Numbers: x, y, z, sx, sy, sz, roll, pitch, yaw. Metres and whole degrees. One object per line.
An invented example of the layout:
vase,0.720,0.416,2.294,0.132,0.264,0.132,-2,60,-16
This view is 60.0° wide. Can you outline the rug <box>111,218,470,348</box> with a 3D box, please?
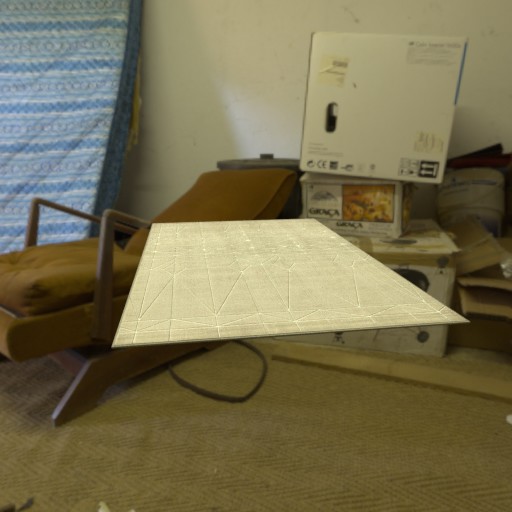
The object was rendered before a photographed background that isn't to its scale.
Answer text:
rug,0.000,0.000,2.997,1.524,0.012,2.438,-2,16,-9
